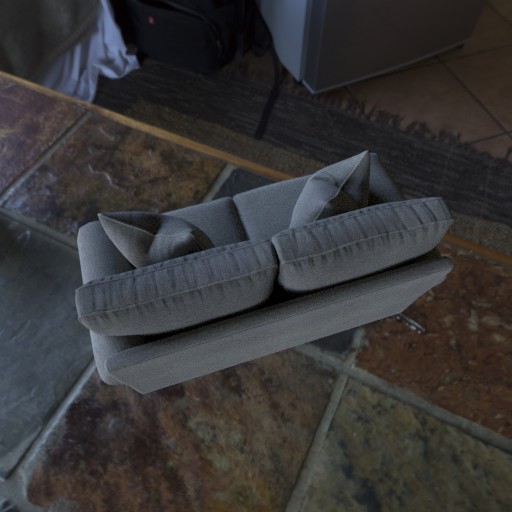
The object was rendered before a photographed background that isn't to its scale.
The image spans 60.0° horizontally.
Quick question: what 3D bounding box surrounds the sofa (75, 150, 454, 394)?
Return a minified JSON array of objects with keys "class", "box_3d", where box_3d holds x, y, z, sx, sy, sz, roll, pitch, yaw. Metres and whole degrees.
[{"class":"sofa","box_3d":[0.000,0.000,2.303,1.701,0.966,0.966,-16,61,-9]}]
